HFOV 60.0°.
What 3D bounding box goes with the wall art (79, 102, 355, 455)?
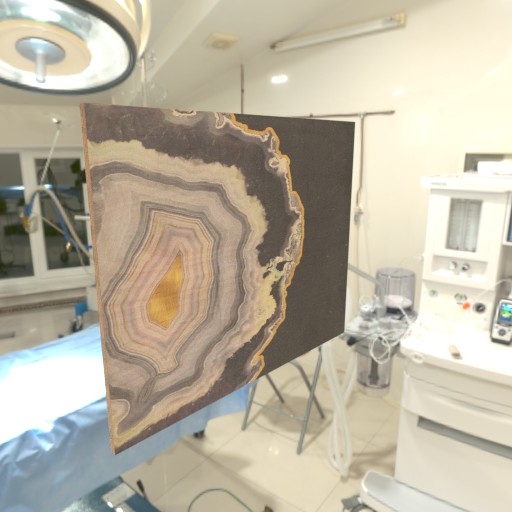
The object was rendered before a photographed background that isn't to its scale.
[{"bbox_3d":[0.000,0.000,0.672,0.010,0.408,0.508,13,19,42],"label":"wall art"}]
